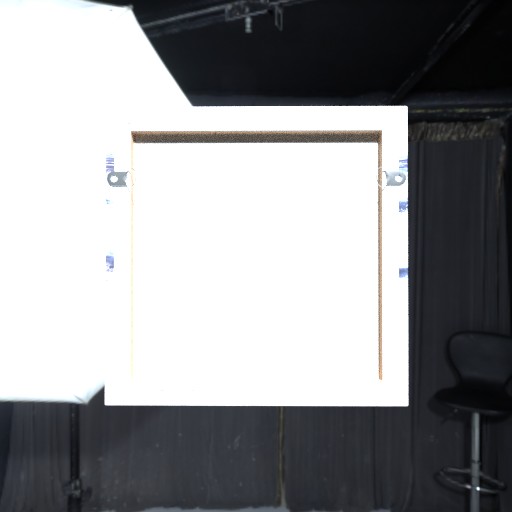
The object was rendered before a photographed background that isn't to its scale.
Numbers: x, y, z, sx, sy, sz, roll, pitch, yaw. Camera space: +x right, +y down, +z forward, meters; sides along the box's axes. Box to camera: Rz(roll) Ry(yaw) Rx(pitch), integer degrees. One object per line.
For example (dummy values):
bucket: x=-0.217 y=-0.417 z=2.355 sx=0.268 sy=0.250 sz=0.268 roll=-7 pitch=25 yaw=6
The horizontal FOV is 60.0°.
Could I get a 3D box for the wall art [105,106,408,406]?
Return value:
wall art: x=0.000 y=0.000 z=1.108 sx=0.755 sy=0.747 sz=0.065 roll=0 pitch=0 yaw=1
